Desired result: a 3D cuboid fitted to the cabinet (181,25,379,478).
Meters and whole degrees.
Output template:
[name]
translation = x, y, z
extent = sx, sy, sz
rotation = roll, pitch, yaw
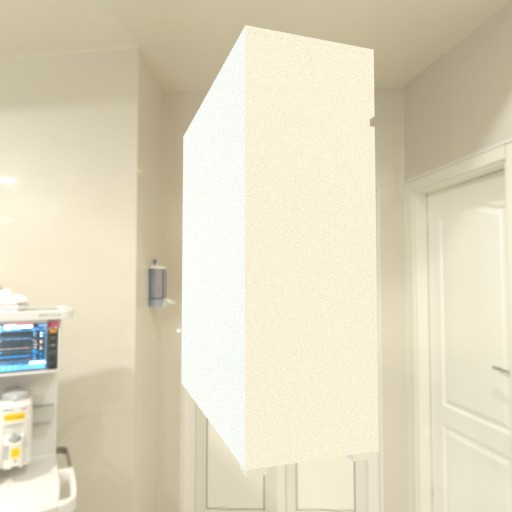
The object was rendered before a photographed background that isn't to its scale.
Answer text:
[cabinet]
translation = 0.000, 0.000, 1.698
extent = 0.400, 1.190, 1.000
rotation = 1, -3, -19
